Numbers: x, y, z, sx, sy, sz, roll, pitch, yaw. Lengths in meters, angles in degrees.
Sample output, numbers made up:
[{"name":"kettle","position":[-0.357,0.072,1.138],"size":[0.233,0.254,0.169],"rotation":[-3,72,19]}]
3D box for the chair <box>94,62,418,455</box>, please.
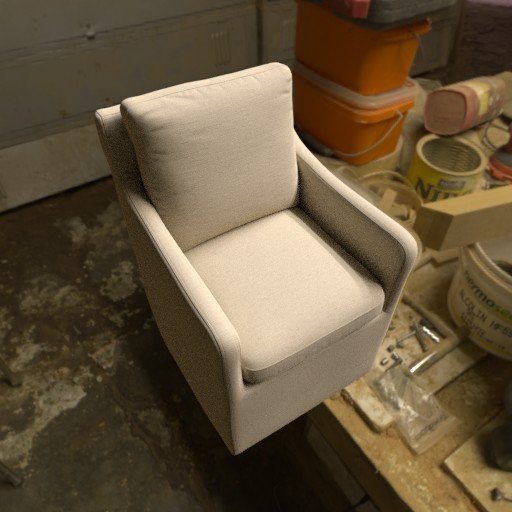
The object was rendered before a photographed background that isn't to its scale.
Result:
[{"name":"chair","position":[0.000,0.000,1.343],"size":[0.626,0.914,0.694],"rotation":[-24,50,-22]}]
